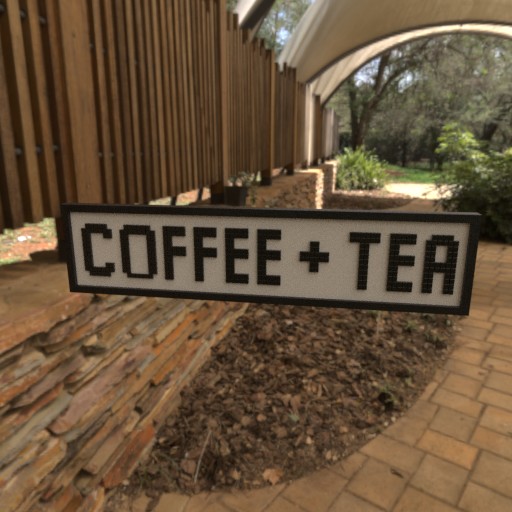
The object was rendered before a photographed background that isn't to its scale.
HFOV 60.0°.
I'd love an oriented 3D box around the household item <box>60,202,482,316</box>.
[{"bbox_3d":[0.000,0.000,1.087,1.001,0.236,0.030,2,15,9],"label":"household item"}]
